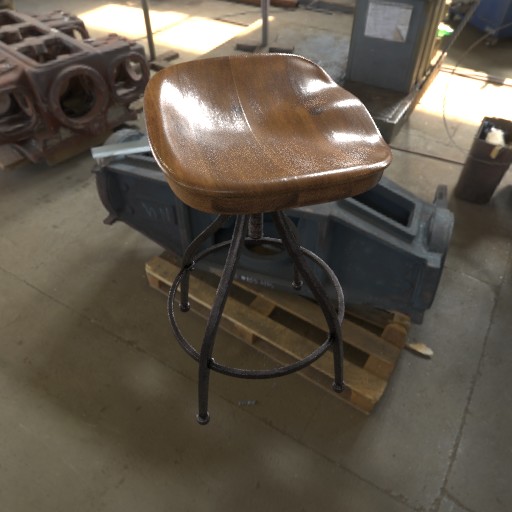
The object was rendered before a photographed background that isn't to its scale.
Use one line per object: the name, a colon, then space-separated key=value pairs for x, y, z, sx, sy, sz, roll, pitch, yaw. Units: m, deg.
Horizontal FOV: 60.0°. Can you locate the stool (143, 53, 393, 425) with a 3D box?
stool: x=0.000 y=0.000 z=0.962 sx=0.424 sy=0.694 sz=0.432 roll=-10 pitch=46 yaw=-10
